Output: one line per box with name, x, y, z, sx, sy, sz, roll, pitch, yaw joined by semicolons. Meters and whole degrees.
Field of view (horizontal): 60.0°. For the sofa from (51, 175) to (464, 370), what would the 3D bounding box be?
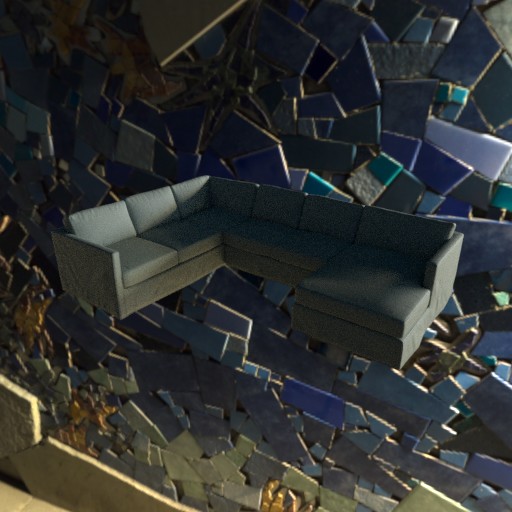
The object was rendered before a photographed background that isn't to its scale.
sofa;0.000;0.000;4.573;3.460;0.882;2.427;17;29;33
